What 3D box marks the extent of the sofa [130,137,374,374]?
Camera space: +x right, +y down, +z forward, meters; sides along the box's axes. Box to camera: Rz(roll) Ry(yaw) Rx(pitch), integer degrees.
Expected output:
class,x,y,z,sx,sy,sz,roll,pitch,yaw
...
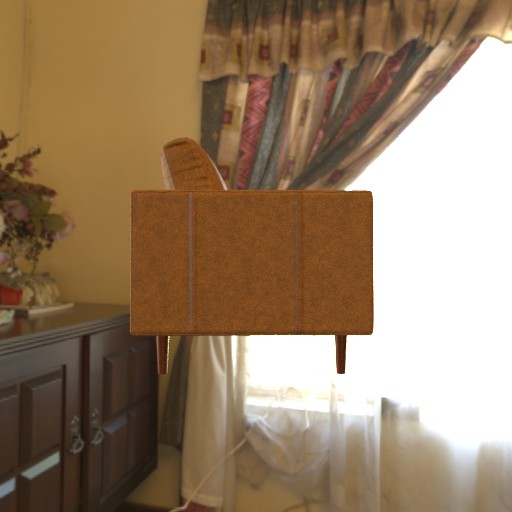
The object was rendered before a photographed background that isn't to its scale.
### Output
class,x,y,z,sx,sy,sz,roll,pitch,yaw
sofa,0.000,0.000,2.691,0.903,0.930,2.231,0,-1,0
